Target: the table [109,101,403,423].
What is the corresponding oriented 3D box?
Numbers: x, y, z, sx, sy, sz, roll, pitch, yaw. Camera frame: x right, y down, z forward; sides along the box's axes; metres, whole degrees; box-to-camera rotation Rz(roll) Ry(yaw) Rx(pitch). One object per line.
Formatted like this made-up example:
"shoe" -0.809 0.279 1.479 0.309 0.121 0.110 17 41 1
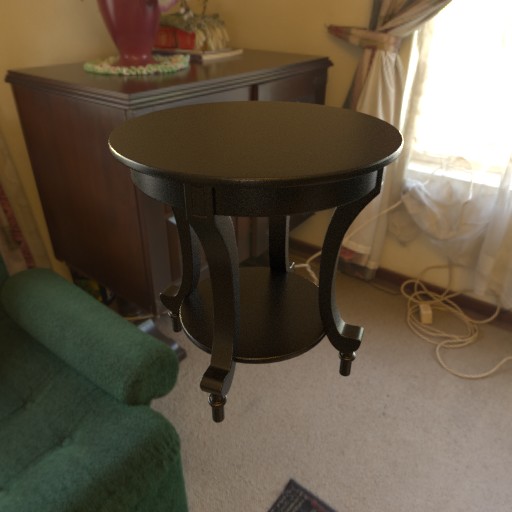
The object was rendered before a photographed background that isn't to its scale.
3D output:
"table" 0.000 0.000 1.086 0.597 0.618 0.597 0 30 0
